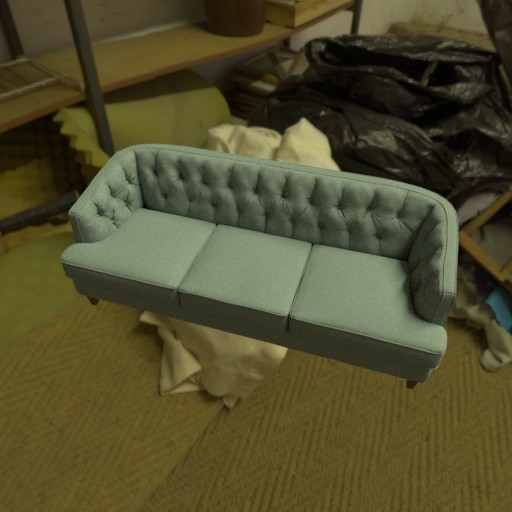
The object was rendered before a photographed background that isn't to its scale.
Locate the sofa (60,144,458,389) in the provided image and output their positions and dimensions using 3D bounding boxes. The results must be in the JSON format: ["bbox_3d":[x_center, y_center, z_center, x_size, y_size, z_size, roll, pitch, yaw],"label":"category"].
[{"bbox_3d":[0.000,0.000,2.788,2.278,0.855,0.941,12,43,13],"label":"sofa"}]
